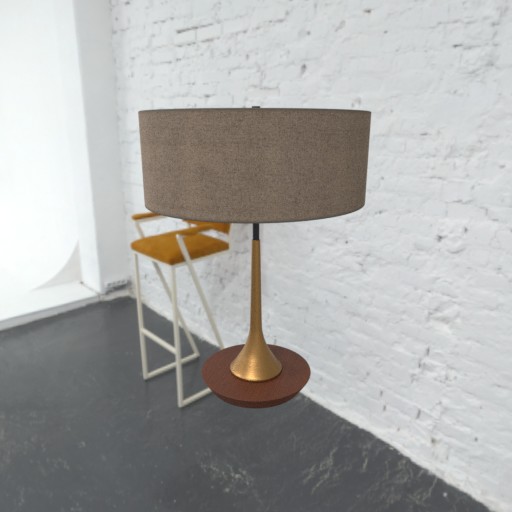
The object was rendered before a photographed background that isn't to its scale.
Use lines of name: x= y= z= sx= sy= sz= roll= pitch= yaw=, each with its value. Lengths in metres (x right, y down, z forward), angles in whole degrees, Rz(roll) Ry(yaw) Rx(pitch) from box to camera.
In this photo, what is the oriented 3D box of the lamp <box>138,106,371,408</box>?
lamp: x=0.000 y=0.000 z=0.860 sx=0.396 sy=0.551 sz=0.417 roll=8 pitch=18 yaw=25
